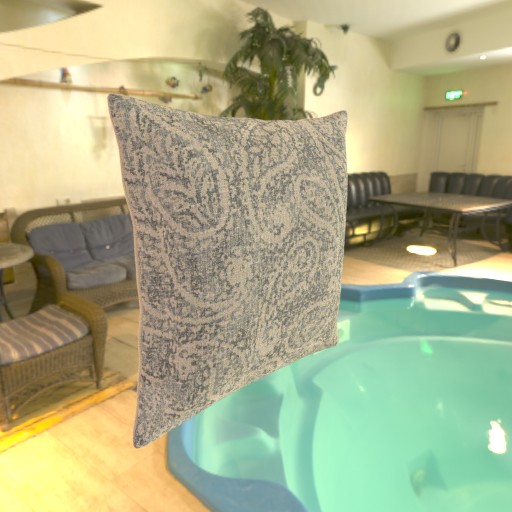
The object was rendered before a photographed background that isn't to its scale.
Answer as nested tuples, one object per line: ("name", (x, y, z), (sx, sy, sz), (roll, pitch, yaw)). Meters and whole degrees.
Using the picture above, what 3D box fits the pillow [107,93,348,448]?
("pillow", (0.000, 0.000, 0.781), (0.523, 0.510, 0.166), (-14, 20, -43))
